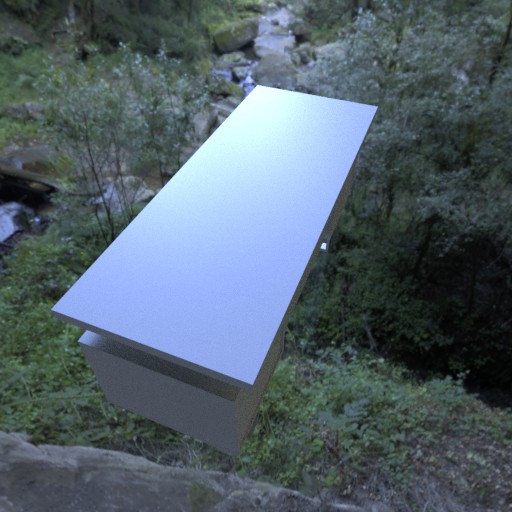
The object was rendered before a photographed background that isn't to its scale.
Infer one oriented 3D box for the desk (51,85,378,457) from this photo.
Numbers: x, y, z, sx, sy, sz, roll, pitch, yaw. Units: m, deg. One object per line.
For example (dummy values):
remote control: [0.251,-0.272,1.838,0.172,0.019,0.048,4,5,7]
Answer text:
desk: [0.000,0.000,1.914,0.603,0.773,1.530,16,47,15]
